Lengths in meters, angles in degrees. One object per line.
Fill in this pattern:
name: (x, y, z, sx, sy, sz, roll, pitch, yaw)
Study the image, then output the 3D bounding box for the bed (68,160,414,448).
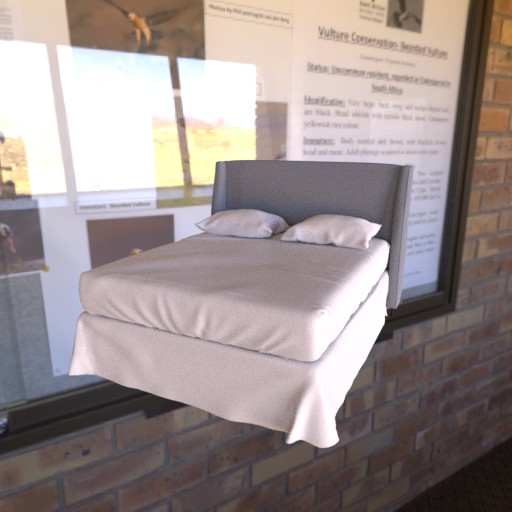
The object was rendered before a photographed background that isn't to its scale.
bed: (0.000, 0.000, 3.390, 1.925, 1.332, 2.276, 7, 16, 25)
